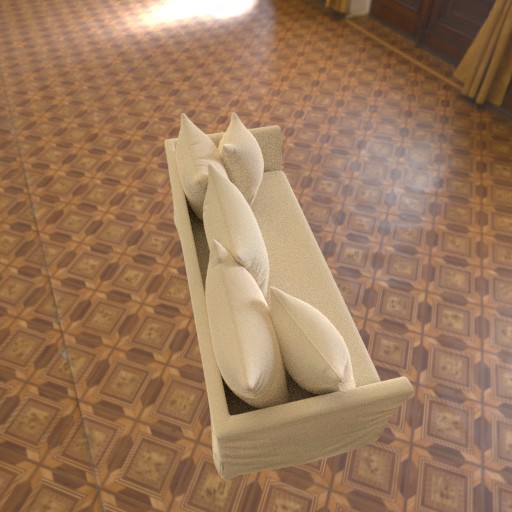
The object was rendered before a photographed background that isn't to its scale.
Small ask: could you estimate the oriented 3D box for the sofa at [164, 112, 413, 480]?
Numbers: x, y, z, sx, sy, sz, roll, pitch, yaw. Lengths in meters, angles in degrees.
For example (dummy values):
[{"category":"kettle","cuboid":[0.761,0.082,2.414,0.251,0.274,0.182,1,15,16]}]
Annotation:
[{"category":"sofa","cuboid":[0.000,0.000,3.042,1.030,1.042,2.484,-10,48,-9]}]
